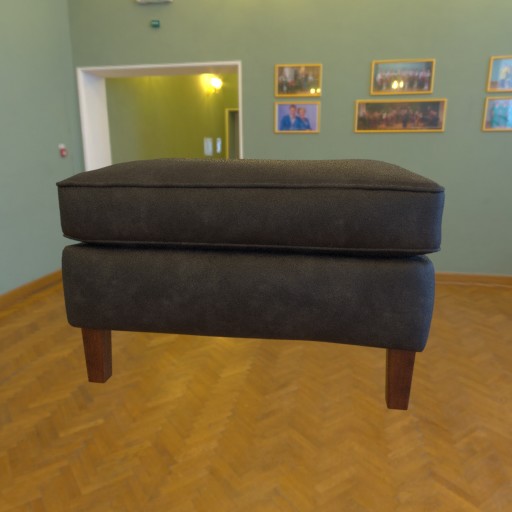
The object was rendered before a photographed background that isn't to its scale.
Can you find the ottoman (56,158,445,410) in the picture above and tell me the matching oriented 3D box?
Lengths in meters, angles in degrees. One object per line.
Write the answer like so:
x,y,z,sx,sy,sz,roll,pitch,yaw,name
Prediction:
0.000,0.000,0.963,0.665,0.413,0.501,2,14,9,ottoman
